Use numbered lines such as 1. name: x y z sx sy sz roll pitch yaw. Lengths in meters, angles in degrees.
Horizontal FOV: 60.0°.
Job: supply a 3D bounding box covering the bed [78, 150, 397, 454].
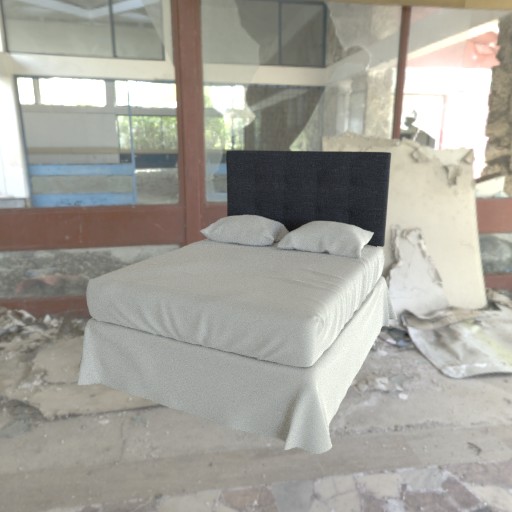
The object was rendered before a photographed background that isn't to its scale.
1. bed: 0.000 0.000 3.505 1.936 1.577 2.222 7 16 26
